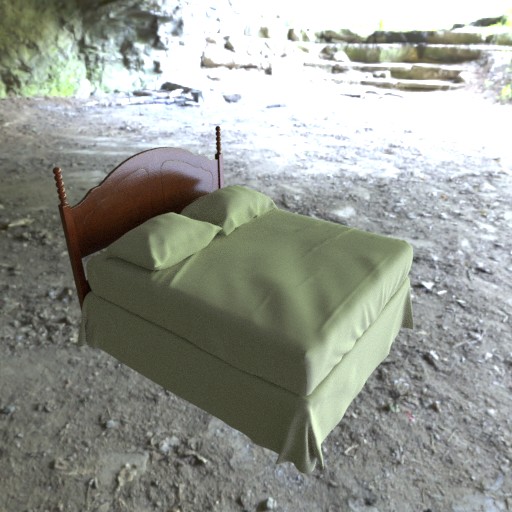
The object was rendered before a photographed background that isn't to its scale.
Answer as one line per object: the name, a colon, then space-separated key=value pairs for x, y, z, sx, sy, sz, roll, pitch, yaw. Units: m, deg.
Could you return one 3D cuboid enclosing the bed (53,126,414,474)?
bed: x=0.000 y=0.000 z=3.198 sx=2.040 sy=1.356 sz=1.873 roll=18 pitch=33 yaw=31
